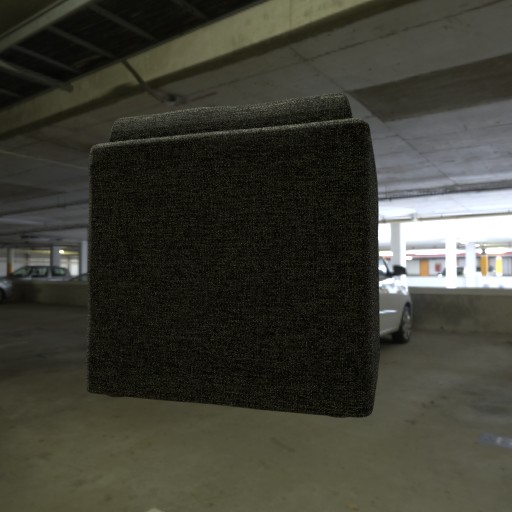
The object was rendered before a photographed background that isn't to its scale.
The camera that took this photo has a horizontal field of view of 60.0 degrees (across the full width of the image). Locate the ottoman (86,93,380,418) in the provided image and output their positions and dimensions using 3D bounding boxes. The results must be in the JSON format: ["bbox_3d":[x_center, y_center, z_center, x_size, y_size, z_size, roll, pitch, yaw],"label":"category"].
[{"bbox_3d":[0.000,0.000,0.853,0.450,0.463,0.450,-1,-2,17],"label":"ottoman"}]
